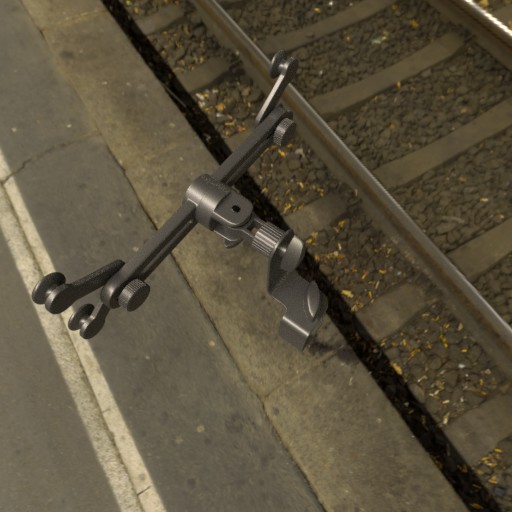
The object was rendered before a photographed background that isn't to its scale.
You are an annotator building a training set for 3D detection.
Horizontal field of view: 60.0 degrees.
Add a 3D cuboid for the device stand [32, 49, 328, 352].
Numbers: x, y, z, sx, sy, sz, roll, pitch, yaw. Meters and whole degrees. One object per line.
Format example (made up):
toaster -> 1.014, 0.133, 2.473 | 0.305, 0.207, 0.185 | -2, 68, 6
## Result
device stand -> 0.000, 0.000, 0.366 | 0.142, 0.166, 0.270 | 34, 69, 15
